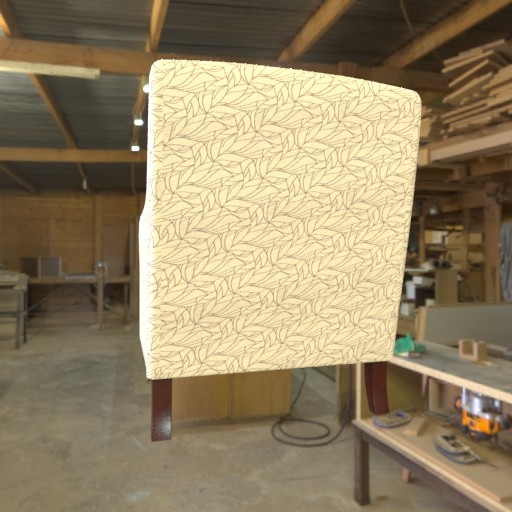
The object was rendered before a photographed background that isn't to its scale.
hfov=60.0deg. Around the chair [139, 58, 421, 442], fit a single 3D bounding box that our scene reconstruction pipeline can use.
[{"bbox_3d":[0.000,0.000,1.254,0.623,0.816,0.651,0,0,-17],"label":"chair"}]
